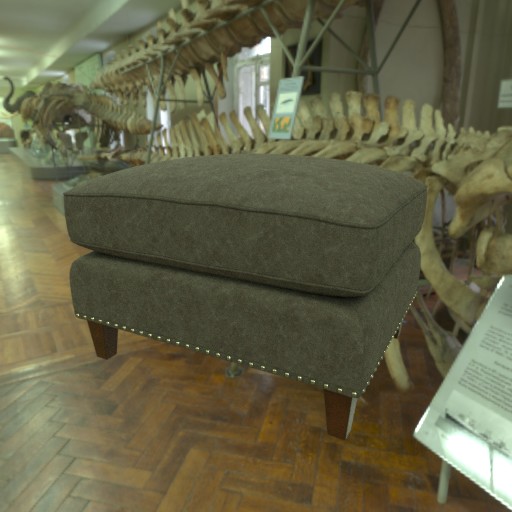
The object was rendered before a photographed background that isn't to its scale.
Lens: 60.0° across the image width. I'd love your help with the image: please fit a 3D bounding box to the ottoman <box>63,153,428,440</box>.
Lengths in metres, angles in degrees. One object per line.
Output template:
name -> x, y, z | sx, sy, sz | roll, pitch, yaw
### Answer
ottoman -> 0.000, 0.000, 1.149 | 0.741, 0.513, 0.584 | 9, 19, 27
